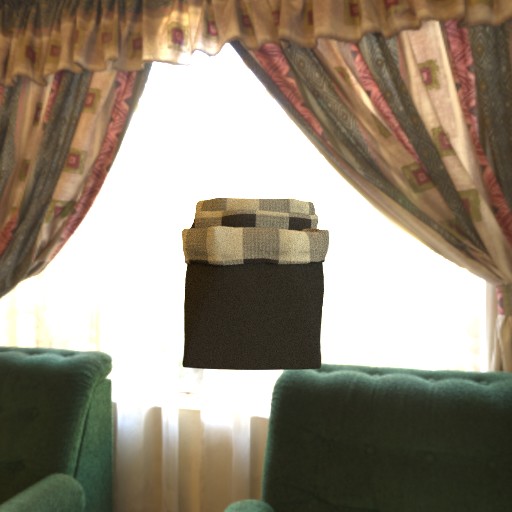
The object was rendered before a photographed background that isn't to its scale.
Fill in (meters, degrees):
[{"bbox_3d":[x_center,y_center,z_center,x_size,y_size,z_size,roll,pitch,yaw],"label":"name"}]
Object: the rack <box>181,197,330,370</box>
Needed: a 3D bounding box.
[{"bbox_3d":[0.000,0.000,1.064,0.370,0.329,0.889,0,0,-1],"label":"rack"}]
